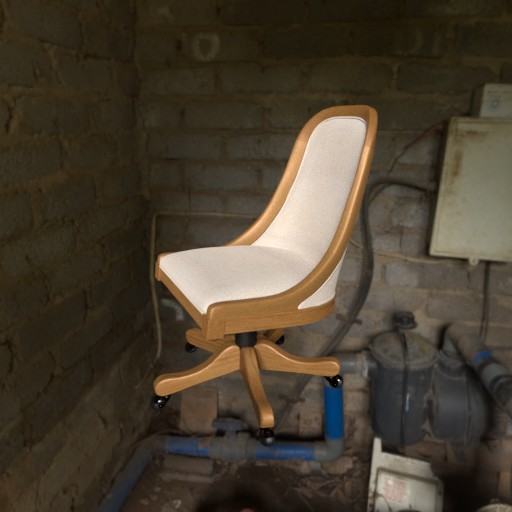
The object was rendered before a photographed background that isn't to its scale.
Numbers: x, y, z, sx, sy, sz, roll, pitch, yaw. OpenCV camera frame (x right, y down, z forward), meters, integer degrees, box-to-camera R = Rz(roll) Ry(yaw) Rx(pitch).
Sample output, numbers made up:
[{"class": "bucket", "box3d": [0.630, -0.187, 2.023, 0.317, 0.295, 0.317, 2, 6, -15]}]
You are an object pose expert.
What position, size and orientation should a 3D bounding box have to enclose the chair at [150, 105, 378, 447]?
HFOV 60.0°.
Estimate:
[{"class": "chair", "box3d": [0.000, 0.000, 1.555, 0.811, 1.009, 0.702, -8, 19, -25]}]
